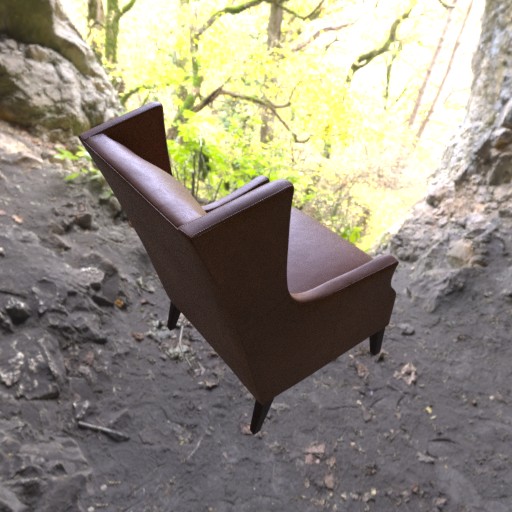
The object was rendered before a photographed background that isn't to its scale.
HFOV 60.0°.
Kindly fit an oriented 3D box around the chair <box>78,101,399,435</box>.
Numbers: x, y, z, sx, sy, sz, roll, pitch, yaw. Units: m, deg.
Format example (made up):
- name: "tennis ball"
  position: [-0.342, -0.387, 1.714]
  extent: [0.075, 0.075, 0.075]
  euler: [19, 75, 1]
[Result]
- name: "chair"
  position: [0.000, 0.000, 1.733]
  extent: [0.913, 1.088, 0.815]
  euler: [-26, 46, -28]
